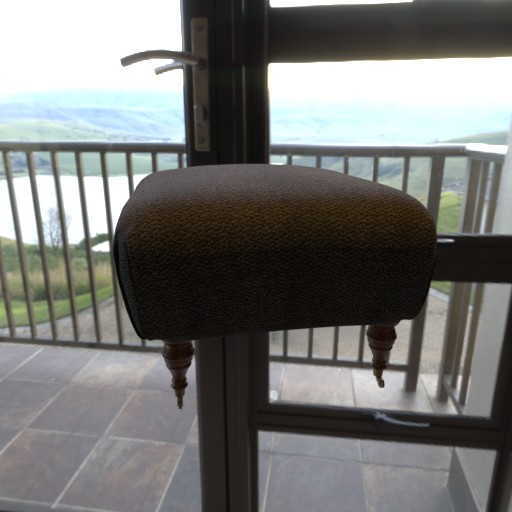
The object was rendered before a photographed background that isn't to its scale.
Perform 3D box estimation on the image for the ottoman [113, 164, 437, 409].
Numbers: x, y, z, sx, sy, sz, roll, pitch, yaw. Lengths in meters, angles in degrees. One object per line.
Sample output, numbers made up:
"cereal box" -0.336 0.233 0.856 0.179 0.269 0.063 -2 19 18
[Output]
"ottoman" 0.000 0.000 1.150 0.622 0.450 0.747 -3 17 -10
